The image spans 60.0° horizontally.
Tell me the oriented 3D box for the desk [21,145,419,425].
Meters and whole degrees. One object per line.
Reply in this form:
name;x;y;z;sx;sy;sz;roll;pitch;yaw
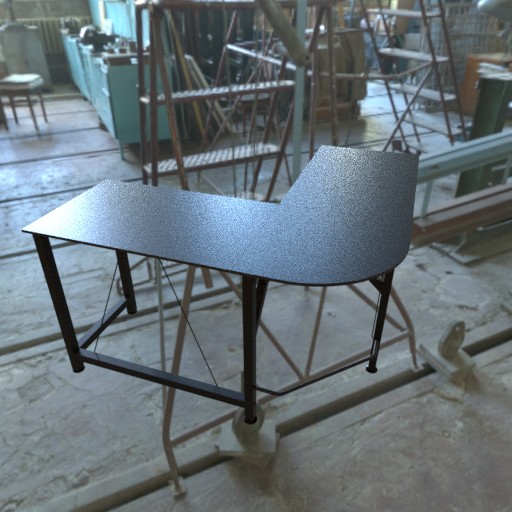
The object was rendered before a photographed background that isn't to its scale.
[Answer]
desk;0.000;0.000;2.247;1.400;0.762;1.400;10;33;16
